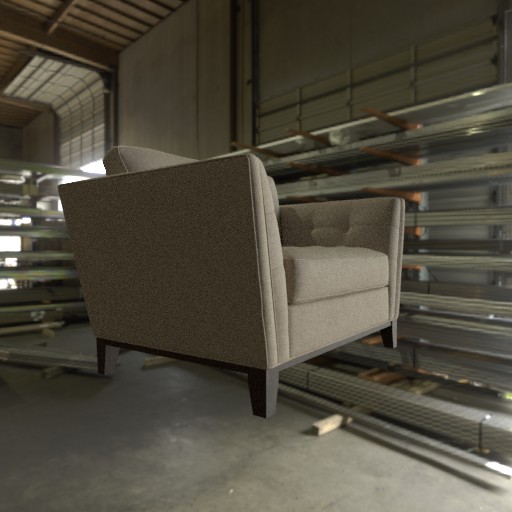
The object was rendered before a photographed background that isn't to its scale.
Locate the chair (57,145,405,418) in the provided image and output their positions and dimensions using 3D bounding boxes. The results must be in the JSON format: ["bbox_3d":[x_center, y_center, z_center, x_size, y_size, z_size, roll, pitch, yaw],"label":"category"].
[{"bbox_3d":[0.000,0.000,2.059,0.965,0.940,1.397,1,1,36],"label":"chair"}]
